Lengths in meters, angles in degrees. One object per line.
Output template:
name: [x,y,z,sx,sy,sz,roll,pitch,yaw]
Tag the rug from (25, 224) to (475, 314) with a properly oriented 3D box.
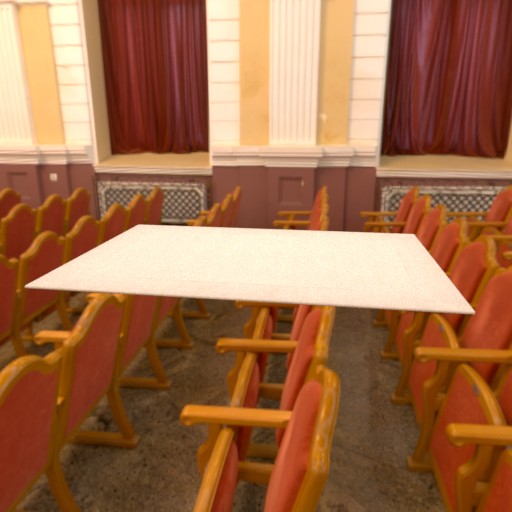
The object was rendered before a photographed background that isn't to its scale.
rug: [0.000,0.000,2.344,1.829,0.013,1.219,3,17,8]
